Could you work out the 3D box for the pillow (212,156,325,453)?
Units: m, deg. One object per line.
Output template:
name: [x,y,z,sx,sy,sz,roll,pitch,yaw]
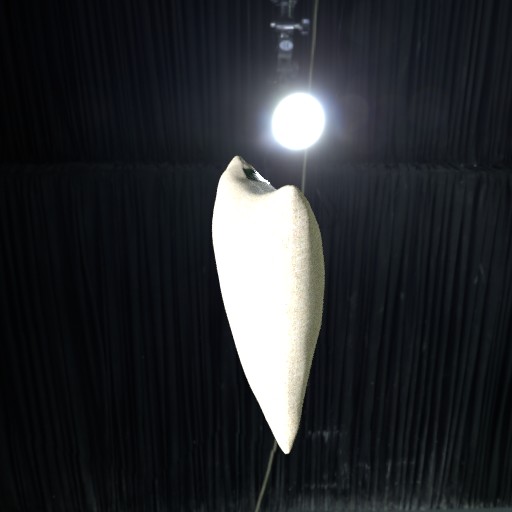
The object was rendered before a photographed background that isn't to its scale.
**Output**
pillow: [0.000,0.000,1.052,0.197,0.429,0.859,-2,16,-7]
